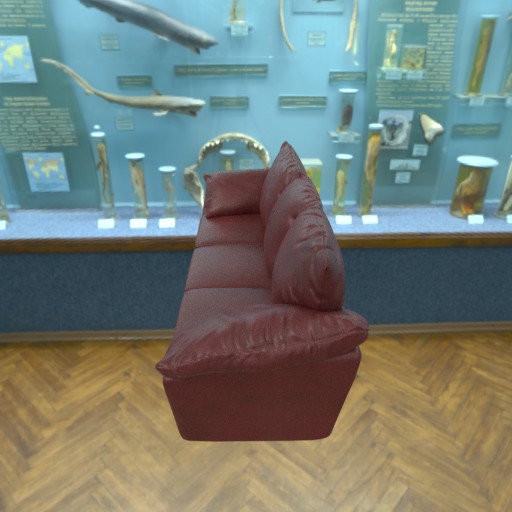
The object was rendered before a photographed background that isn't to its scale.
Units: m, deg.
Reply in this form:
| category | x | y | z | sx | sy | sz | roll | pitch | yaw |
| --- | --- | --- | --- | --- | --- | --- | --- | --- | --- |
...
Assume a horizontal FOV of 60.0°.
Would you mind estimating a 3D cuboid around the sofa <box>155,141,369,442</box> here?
| category | x | y | z | sx | sy | sz | roll | pitch | yaw |
| --- | --- | --- | --- | --- | --- | --- | --- | --- | --- |
| sofa | 0.000 | 0.000 | 2.875 | 0.907 | 1.091 | 2.390 | -1 | 28 | -1 |
